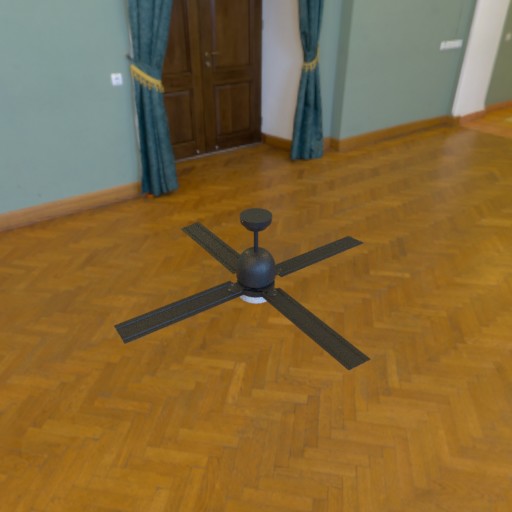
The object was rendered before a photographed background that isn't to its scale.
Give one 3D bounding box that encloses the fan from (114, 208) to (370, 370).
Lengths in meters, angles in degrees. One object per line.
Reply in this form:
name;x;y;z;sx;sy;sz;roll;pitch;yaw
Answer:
fan;0.000;0.000;1.999;1.319;0.410;1.319;-21;38;-30
